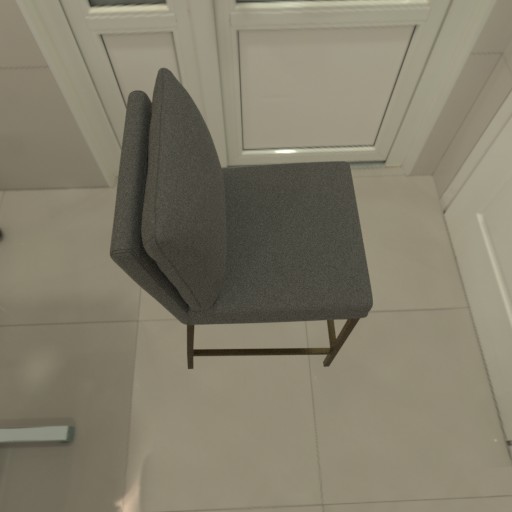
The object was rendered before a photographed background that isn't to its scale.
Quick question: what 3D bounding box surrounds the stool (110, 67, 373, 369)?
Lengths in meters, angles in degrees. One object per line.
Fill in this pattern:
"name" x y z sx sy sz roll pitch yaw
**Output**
"stool" 0.000 0.000 1.316 0.569 1.030 0.463 -2 63 -1
